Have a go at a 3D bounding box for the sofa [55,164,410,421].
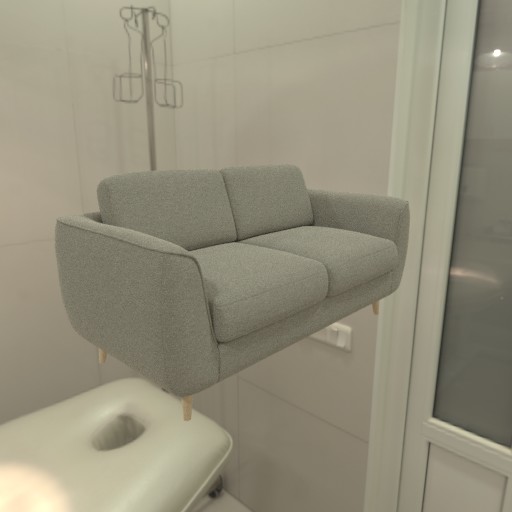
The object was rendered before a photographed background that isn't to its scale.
[{"bbox_3d":[0.000,0.000,2.209,0.920,0.850,1.700,13,20,42],"label":"sofa"}]
